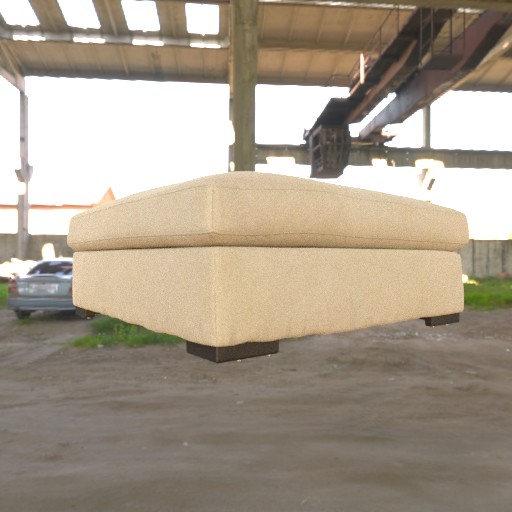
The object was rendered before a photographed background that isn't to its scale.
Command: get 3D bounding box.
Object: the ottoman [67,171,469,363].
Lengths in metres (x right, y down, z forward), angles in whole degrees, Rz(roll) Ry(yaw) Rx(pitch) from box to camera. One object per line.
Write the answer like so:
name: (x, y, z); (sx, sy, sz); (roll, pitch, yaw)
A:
ottoman: (0.000, 0.000, 1.818); (1.190, 0.522, 1.205); (0, 0, -37)
